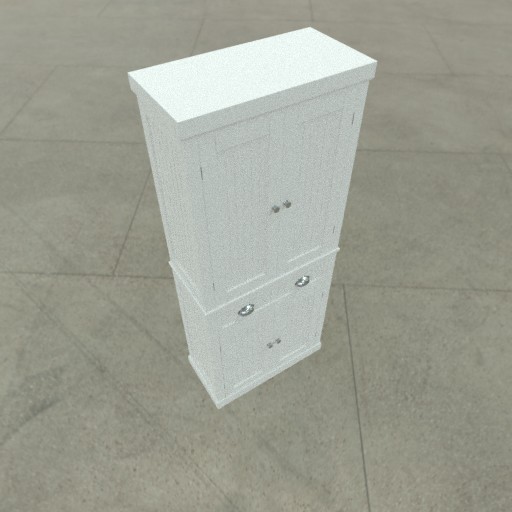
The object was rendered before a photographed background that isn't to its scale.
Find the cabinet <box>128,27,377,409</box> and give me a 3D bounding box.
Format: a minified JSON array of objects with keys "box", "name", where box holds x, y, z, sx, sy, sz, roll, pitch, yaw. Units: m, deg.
[{"box":[0.000,0.000,2.144,0.754,1.829,0.390,-25,51,-22],"name":"cabinet"}]
